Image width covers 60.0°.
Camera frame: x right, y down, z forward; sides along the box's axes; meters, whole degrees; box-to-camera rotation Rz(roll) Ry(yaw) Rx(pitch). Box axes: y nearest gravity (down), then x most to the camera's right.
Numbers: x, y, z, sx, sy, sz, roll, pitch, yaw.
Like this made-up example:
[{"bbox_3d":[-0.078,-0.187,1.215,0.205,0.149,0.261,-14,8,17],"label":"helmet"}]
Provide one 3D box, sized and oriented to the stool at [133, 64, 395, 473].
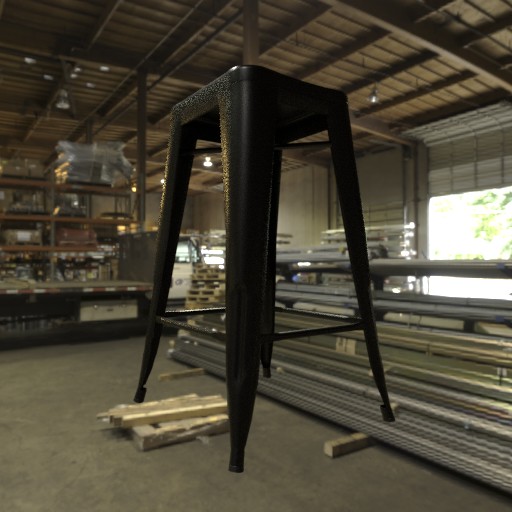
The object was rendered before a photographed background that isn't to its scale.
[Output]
[{"bbox_3d":[0.000,0.000,0.874,0.359,0.609,0.399,0,0,-36],"label":"stool"}]
